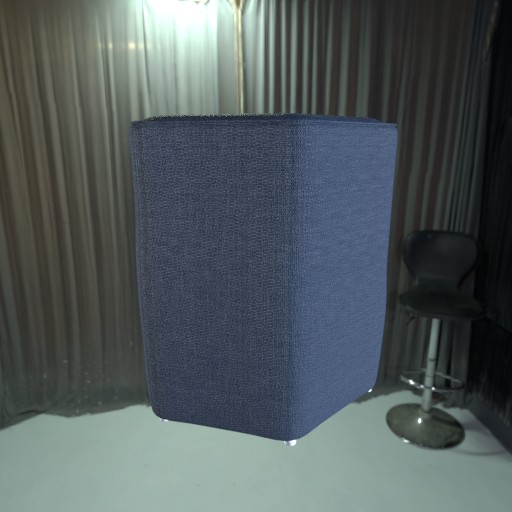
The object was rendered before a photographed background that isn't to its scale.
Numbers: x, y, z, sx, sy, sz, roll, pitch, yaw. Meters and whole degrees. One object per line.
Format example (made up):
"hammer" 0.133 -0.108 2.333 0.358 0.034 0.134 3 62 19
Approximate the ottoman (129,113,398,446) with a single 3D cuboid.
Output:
"ottoman" 0.000 0.000 0.856 0.454 0.505 0.492 -3 15 -10
